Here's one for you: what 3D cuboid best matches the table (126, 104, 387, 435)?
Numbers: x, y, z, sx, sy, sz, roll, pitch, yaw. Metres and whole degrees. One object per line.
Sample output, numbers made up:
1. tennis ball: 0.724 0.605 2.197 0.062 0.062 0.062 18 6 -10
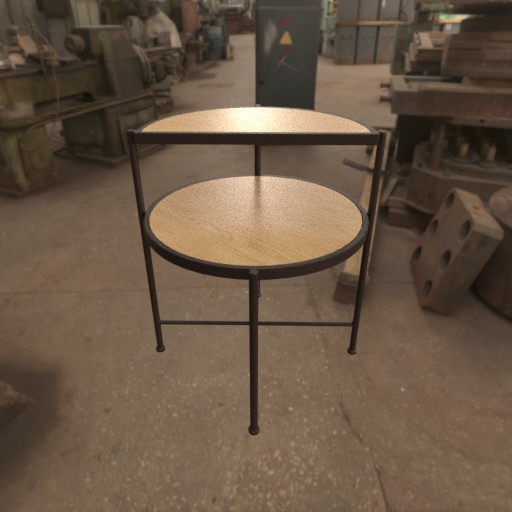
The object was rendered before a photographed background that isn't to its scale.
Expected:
1. table: 0.000 0.000 1.220 0.629 0.684 0.628 0 30 1
